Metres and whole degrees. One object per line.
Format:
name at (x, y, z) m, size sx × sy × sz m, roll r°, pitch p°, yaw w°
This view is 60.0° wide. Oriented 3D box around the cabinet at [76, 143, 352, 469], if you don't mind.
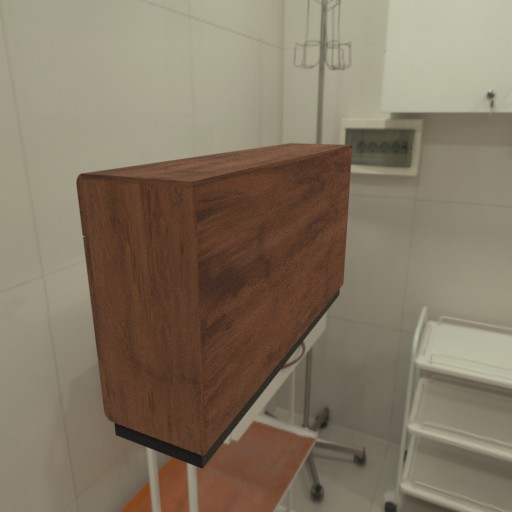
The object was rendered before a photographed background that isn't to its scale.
cabinet at (0.000, 0.000, 2.006) m, size 0.420 × 0.900 × 1.600 m, roll 8°, pitch 19°, yaw 24°
